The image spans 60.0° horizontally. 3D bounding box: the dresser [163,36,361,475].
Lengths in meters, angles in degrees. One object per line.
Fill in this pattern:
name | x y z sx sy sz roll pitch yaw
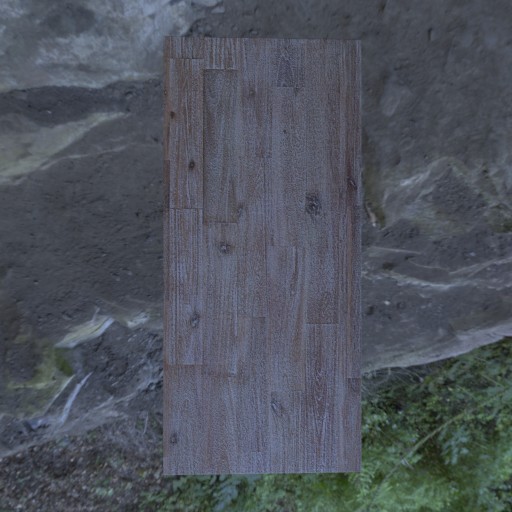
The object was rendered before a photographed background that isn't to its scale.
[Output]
dresser | 0.000 0.000 1.529 0.455 1.029 0.998 0 90 -2
